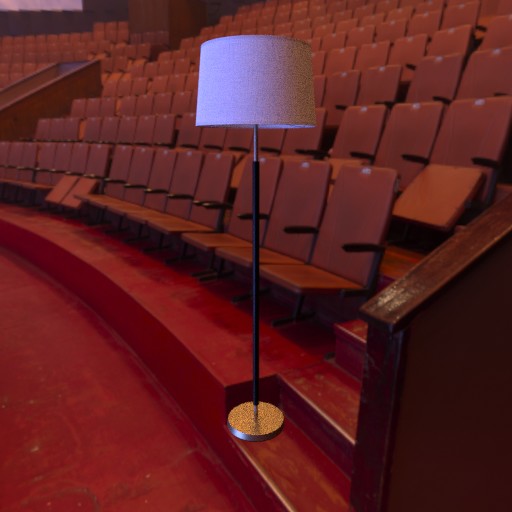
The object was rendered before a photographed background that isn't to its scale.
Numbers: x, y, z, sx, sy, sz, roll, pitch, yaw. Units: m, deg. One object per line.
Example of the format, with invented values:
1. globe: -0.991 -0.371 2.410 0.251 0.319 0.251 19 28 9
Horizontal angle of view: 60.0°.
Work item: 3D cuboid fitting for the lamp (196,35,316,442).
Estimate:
1. lamp: 0.000 0.000 1.673 0.420 1.447 0.420 0 14 0
